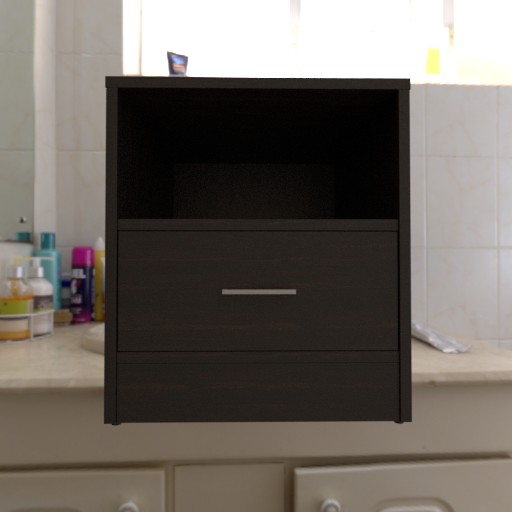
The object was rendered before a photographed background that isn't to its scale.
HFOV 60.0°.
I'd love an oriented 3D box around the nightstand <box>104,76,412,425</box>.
[{"bbox_3d":[0.000,0.000,0.790,0.400,0.460,0.461,0,-1,-1],"label":"nightstand"}]
